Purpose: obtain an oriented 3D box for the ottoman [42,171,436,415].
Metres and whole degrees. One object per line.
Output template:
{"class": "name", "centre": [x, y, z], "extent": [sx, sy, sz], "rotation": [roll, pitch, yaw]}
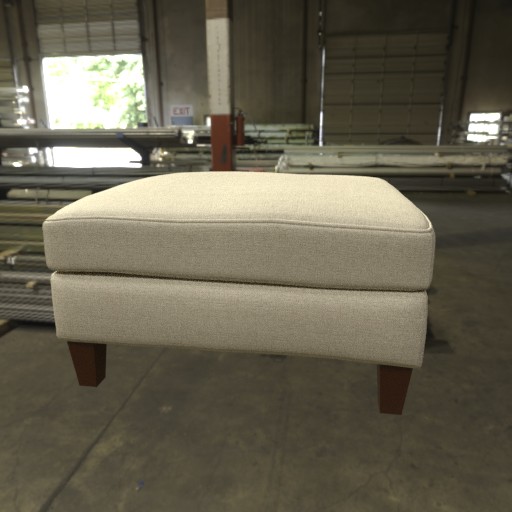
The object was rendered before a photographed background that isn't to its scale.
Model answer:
{"class": "ottoman", "centre": [0.000, 0.000, 1.324], "extent": [0.838, 0.478, 0.838], "rotation": [2, 16, 8]}
